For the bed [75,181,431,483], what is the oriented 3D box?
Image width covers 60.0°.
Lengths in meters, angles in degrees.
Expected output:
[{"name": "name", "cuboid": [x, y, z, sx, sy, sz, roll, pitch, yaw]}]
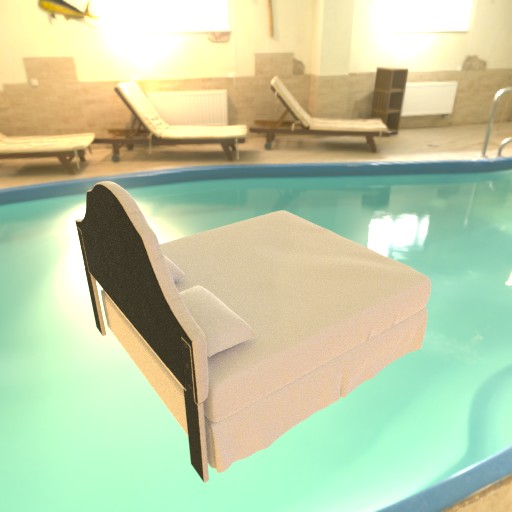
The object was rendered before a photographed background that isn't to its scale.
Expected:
[{"name": "bed", "cuboid": [0.000, 0.000, 3.594, 2.214, 1.615, 2.008, -19, 33, -32]}]
